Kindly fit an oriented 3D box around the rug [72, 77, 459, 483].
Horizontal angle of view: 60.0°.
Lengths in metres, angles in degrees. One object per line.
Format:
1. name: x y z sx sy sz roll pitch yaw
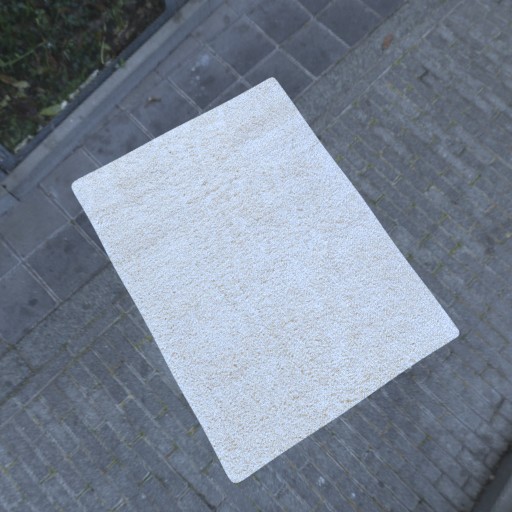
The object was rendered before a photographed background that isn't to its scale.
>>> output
1. rug: 0.000 0.000 2.113 1.200 0.027 1.600 -31 77 -8
